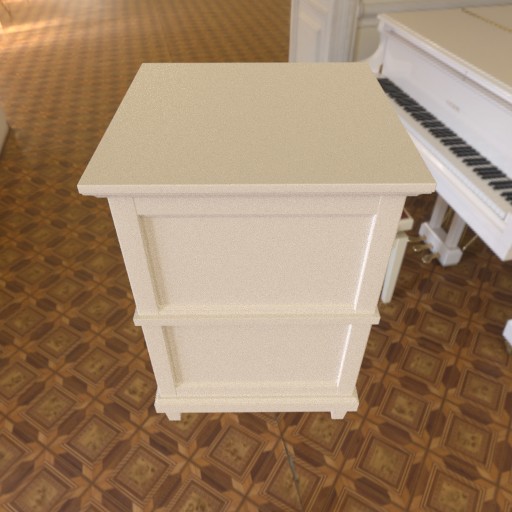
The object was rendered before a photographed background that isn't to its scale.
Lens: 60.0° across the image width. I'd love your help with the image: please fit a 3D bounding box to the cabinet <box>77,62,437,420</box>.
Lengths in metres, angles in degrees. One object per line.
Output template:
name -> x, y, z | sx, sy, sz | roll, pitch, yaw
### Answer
cabinet -> 0.000, 0.000, 1.131 | 0.547, 0.775, 0.544 | 0, 42, 0
